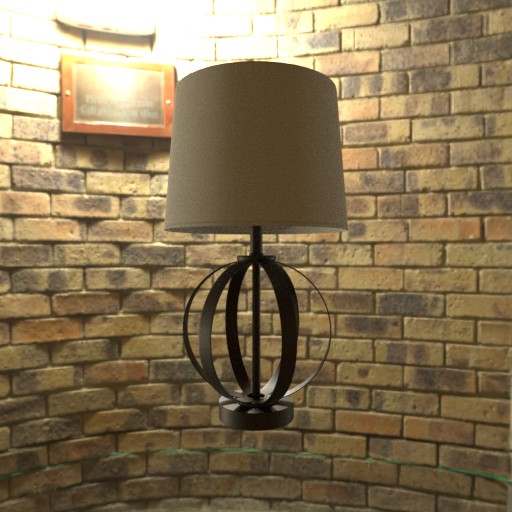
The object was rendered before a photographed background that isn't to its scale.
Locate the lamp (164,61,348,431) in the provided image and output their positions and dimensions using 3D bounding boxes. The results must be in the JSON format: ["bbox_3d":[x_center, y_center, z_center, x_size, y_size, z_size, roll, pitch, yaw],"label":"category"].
[{"bbox_3d":[0.000,0.000,0.704,0.286,0.510,0.286,0,0,0],"label":"lamp"}]
